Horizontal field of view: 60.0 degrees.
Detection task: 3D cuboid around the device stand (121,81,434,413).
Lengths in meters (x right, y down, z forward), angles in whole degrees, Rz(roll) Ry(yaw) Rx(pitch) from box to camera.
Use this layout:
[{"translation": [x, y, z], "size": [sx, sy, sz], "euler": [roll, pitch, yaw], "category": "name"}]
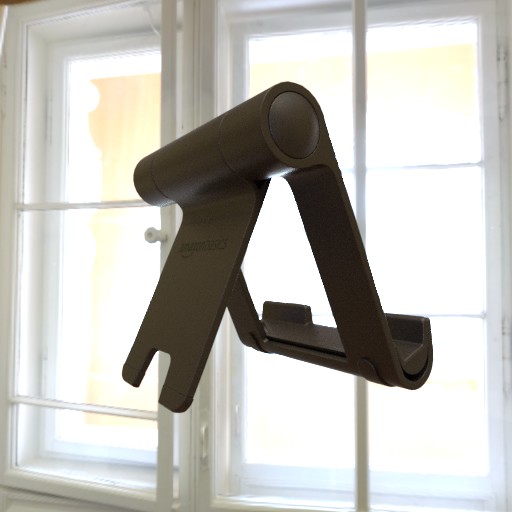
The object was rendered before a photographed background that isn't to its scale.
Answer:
[{"translation": [0.000, 0.000, 0.153], "size": [0.079, 0.084, 0.088], "euler": [1, -2, -35], "category": "device stand"}]
